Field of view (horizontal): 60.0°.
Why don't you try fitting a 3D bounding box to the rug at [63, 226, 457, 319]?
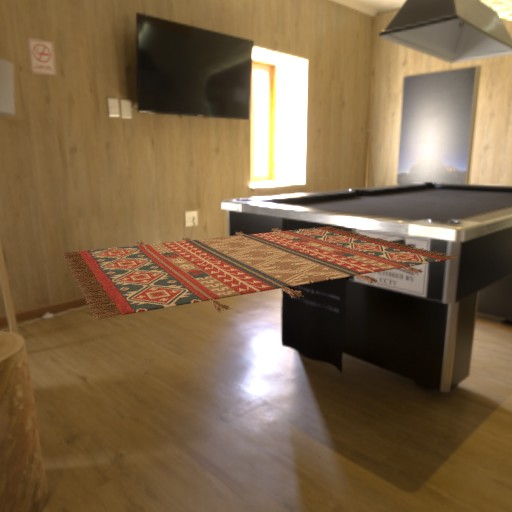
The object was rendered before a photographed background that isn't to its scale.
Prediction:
[{"bbox_3d":[0.000,0.000,2.624,2.025,0.040,1.469,-7,15,-28],"label":"rug"}]
